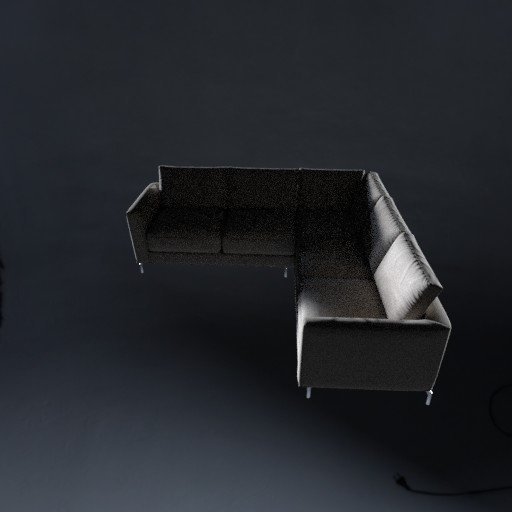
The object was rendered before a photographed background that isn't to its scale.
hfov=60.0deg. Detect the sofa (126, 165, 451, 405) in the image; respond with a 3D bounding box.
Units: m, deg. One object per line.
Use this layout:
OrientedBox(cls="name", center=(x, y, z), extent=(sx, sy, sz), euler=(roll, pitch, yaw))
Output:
OrientedBox(cls="sofa", center=(0.000, 0.000, 3.742), extent=(2.438, 0.864, 2.438), euler=(2, 29, 3))
